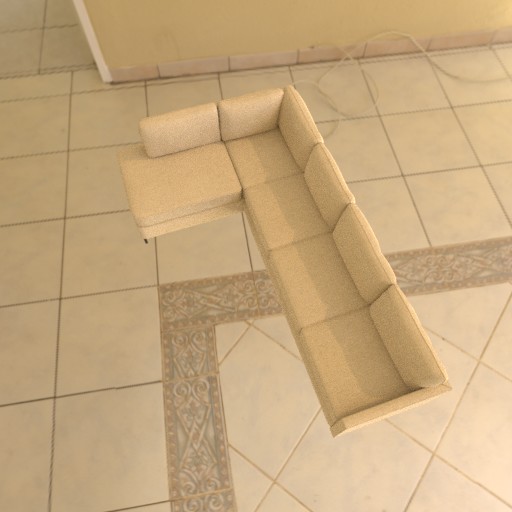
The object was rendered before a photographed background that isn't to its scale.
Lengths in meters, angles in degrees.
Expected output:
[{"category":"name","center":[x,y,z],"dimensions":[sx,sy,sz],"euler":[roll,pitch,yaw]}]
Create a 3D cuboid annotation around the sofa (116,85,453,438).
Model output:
[{"category":"sofa","center":[0.000,0.000,4.190],"dimensions":[2.048,0.996,3.384],"euler":[-17,64,-9]}]
